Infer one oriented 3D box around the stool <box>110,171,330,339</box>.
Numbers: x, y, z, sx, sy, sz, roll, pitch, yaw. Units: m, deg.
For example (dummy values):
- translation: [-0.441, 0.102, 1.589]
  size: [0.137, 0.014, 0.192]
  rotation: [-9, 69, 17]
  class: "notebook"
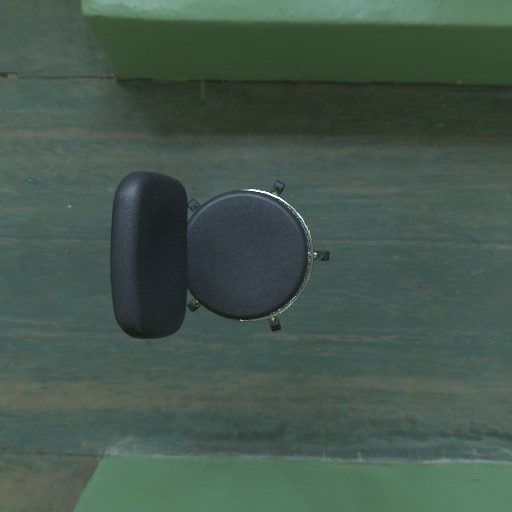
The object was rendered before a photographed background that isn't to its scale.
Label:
- translation: [0.000, 0.000, 1.522]
  size: [0.658, 1.069, 0.694]
  rotation: [0, 90, 1]
  class: "stool"
